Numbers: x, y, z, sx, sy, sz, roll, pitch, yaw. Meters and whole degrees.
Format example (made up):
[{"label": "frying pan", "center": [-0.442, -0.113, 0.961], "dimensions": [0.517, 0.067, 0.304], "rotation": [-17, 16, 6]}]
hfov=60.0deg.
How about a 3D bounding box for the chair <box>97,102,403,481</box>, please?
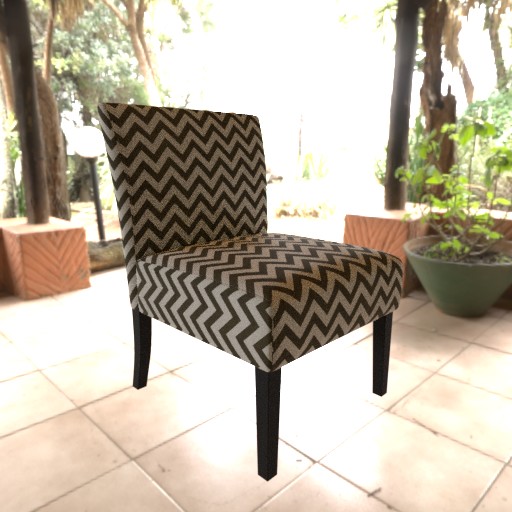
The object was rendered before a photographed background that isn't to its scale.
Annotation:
[{"label": "chair", "center": [0.000, 0.000, 1.267], "dimensions": [0.648, 0.838, 0.589], "rotation": [13, 18, 43]}]
